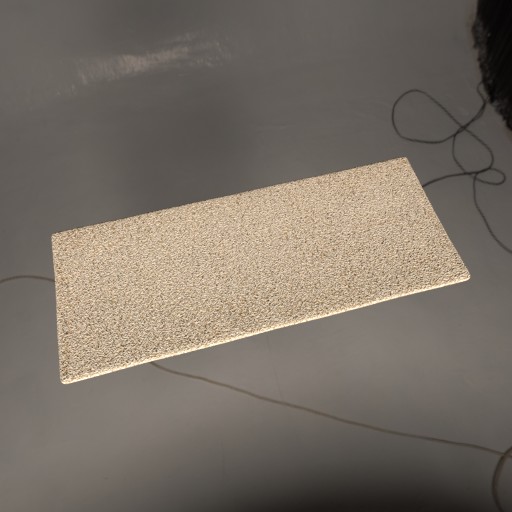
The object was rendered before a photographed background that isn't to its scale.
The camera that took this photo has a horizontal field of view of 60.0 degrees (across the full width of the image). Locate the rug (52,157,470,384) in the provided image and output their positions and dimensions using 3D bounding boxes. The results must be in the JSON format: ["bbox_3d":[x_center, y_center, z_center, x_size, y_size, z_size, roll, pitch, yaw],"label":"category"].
[{"bbox_3d":[0.000,0.000,1.725,1.524,0.030,0.609,-13,63,-7],"label":"rug"}]
